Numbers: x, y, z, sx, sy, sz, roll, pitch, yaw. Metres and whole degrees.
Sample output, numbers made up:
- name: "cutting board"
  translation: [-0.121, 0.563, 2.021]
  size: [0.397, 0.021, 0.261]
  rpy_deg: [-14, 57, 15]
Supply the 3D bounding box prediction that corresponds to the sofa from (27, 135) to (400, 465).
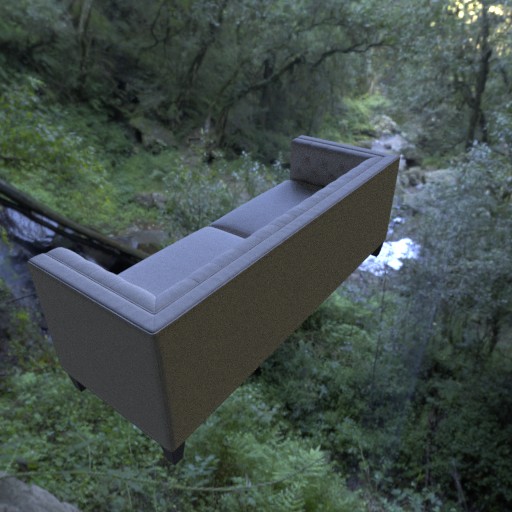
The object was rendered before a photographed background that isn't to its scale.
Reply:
- name: "sofa"
  translation: [0.000, 0.000, 2.566]
  size: [0.775, 0.762, 2.159]
  rpy_deg: [22, 38, 30]
